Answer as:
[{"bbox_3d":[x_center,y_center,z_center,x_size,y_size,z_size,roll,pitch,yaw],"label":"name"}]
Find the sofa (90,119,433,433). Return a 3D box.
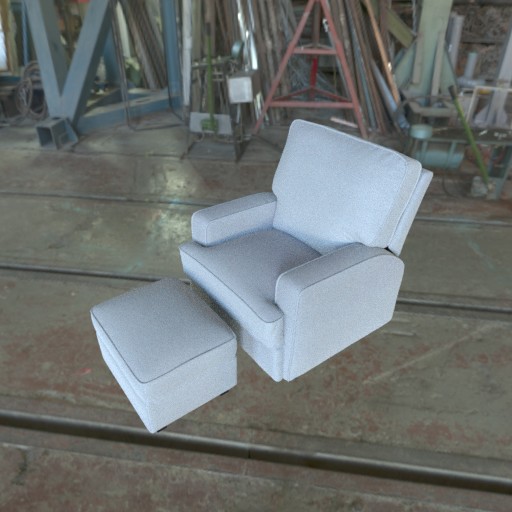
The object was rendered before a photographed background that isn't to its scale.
[{"bbox_3d":[0.000,0.000,2.080,1.472,0.959,0.861,-22,39,-30],"label":"sofa"}]
